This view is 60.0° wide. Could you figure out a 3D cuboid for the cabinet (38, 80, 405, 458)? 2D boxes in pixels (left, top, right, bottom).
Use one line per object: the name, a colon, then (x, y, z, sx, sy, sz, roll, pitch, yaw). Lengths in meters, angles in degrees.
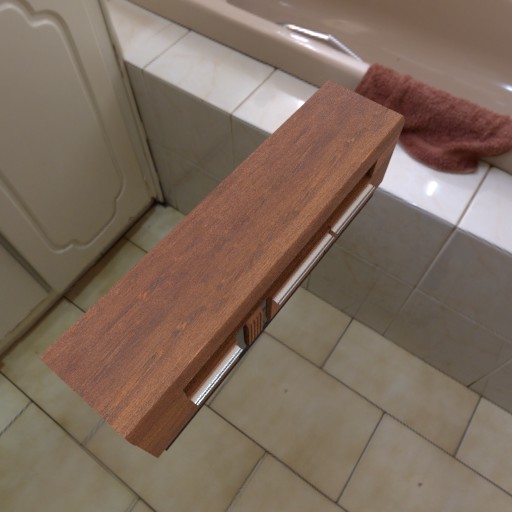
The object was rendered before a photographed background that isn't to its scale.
cabinet: (0.000, 0.000, 1.810, 0.419, 0.510, 1.600, 34, 65, 18)
